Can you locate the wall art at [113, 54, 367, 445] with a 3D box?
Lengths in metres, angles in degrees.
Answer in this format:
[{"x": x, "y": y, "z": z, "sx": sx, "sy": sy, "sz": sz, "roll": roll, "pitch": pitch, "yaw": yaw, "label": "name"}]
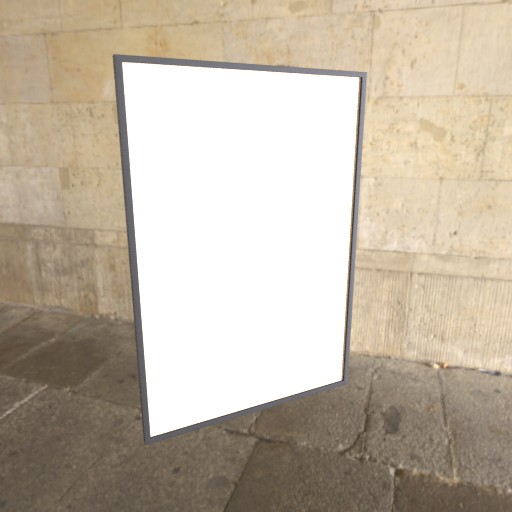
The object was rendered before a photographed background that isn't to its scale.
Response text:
[{"x": 0.000, "y": 0.000, "z": 0.822, "sx": 0.457, "sy": 0.657, "sz": 0.013, "roll": -8, "pitch": 18, "yaw": -25, "label": "wall art"}]
